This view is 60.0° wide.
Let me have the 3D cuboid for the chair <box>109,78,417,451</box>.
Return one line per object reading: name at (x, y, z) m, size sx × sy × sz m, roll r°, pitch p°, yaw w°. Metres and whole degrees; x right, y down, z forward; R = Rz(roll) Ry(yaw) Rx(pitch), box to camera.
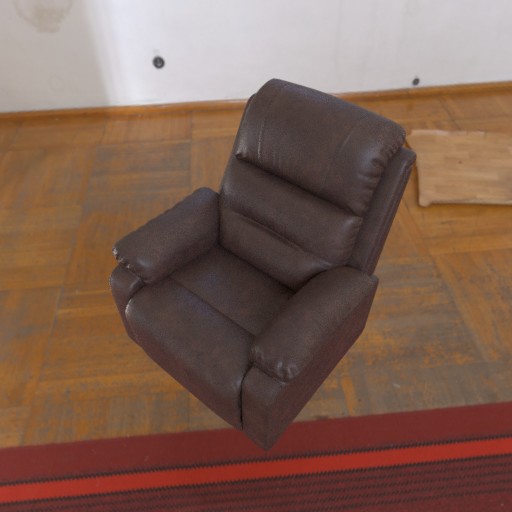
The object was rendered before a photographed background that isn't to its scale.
chair at (0.000, 0.000, 1.681) m, size 0.855 × 0.992 × 0.919 m, roll 31°, pitch 54°, yaw 26°
